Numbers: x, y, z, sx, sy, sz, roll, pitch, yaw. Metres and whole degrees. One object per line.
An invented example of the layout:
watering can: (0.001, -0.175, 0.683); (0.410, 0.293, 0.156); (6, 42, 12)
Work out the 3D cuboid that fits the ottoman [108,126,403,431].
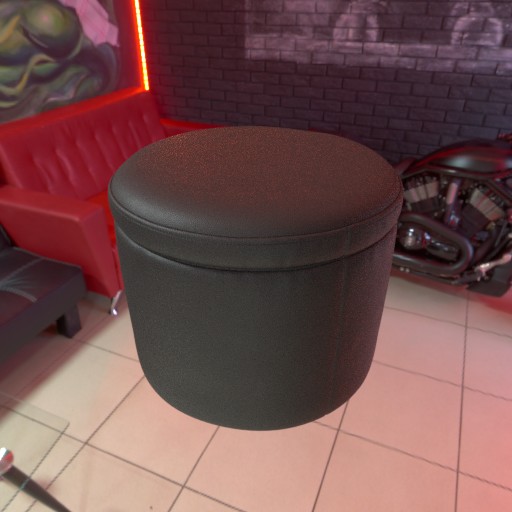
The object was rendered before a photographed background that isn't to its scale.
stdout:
ottoman: (0.000, 0.000, 0.856); (0.500, 0.409, 0.500); (0, 31, 0)
